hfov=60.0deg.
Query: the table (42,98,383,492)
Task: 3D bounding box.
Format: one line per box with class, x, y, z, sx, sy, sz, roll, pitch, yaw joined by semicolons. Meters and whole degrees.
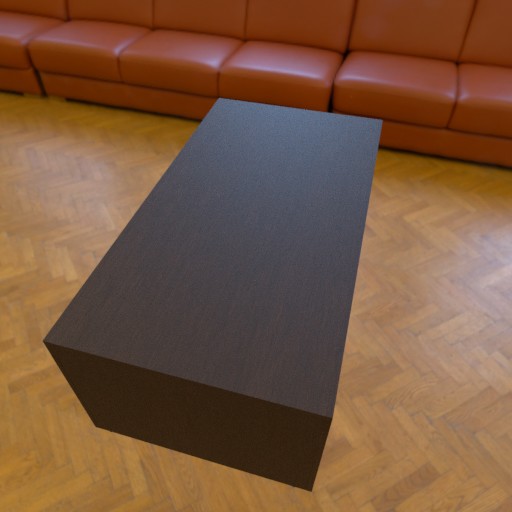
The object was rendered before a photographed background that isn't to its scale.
table;0.000;0.000;1.370;0.597;0.424;1.099;12;47;11
